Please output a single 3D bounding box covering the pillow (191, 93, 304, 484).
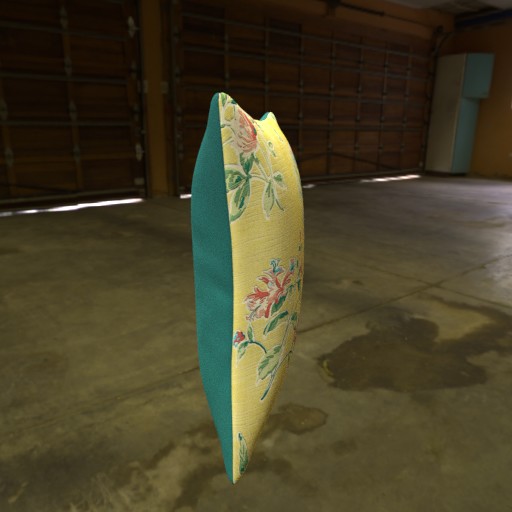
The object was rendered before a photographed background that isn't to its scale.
[{"bbox_3d":[0.000,0.000,0.788,0.166,0.508,0.525,2,16,7],"label":"pillow"}]
